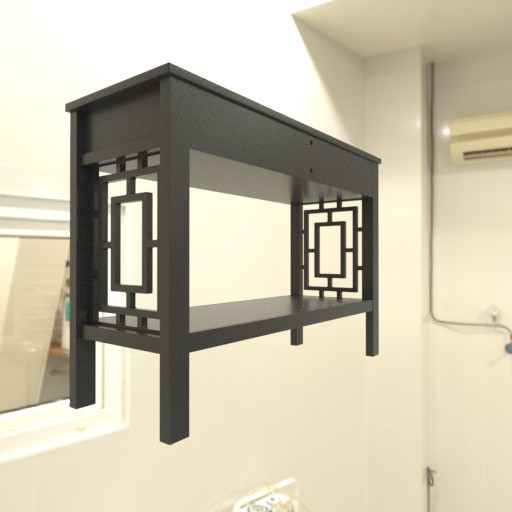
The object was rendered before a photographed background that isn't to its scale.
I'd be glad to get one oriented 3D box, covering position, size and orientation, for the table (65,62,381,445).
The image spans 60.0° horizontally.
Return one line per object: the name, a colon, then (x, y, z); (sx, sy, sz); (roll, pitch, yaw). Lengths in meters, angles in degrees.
table: (0.000, 0.000, 1.407); (0.397, 0.753, 1.068); (0, 0, 38)
